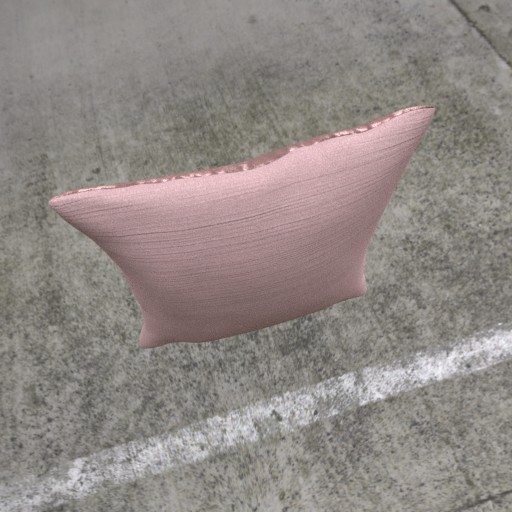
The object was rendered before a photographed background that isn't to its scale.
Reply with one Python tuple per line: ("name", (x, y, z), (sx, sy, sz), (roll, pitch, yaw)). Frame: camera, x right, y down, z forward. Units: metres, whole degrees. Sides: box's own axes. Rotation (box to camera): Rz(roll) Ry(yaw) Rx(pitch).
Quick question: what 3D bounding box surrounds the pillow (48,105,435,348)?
("pillow", (0.000, 0.000, 0.703), (0.470, 0.464, 0.175), (-14, 60, -9))
